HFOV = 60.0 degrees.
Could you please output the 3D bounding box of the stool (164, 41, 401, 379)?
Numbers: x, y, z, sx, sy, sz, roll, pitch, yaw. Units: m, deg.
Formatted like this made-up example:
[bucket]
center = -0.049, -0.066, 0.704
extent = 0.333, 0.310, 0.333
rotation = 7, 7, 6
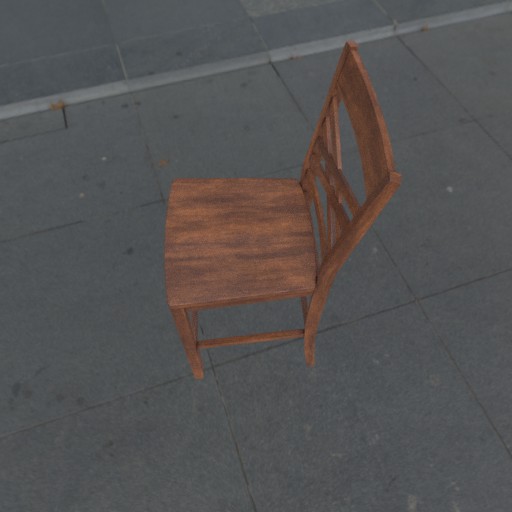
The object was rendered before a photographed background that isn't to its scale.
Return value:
[stool]
center = 0.000, 0.000, 1.338
extent = 0.504, 1.098, 0.426
rotation = -3, 58, -2
